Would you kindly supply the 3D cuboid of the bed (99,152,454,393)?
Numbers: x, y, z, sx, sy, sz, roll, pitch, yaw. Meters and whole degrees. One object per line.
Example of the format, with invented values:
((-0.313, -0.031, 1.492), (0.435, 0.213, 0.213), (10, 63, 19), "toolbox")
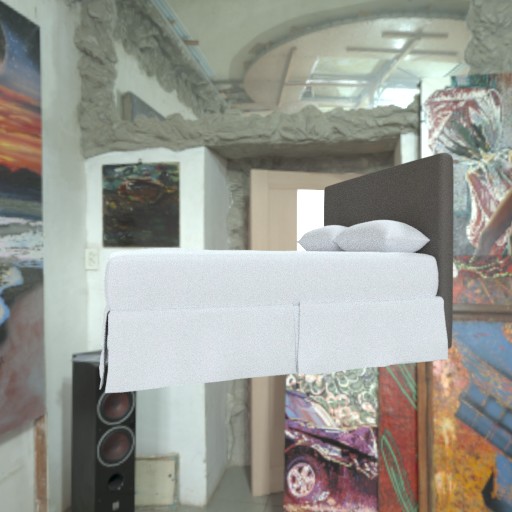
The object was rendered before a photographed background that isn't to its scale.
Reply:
((0.000, 0.000, 3.225), (2.142, 1.330, 1.723), (0, 1, -18), "bed")
